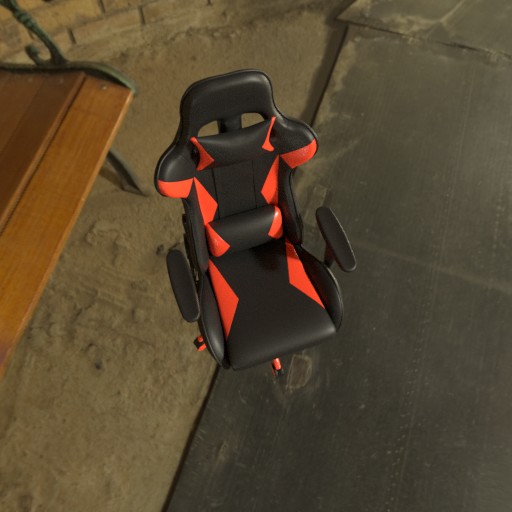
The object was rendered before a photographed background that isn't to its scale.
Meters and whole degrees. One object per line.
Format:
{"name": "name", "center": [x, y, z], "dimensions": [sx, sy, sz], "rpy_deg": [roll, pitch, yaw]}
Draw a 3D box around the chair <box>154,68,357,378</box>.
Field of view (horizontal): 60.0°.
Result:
{"name": "chair", "center": [0.000, 0.000, 1.717], "dimensions": [0.695, 1.282, 0.730], "rpy_deg": [-17, 64, -8]}
